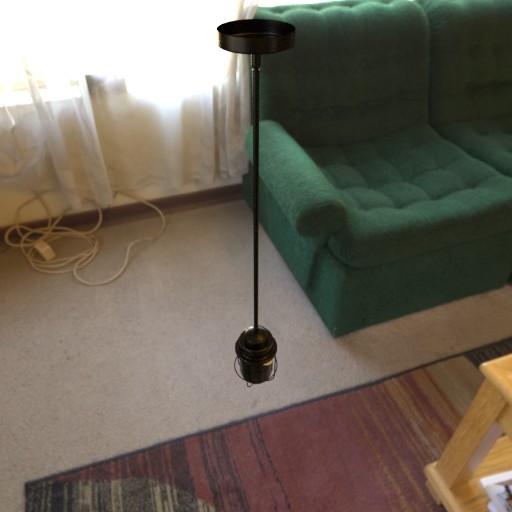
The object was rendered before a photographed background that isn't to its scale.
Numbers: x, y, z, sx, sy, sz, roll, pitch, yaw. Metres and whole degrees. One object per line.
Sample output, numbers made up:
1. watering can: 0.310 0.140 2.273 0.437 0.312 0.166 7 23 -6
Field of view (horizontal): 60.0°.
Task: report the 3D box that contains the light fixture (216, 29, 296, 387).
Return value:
1. light fixture: 0.000 0.000 0.982 0.123 0.920 0.123 -25 46 -27
